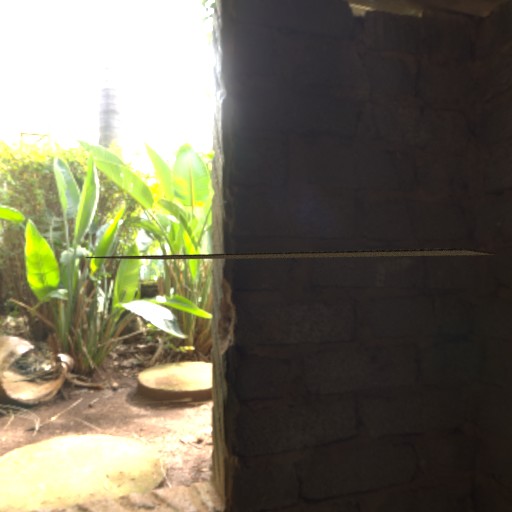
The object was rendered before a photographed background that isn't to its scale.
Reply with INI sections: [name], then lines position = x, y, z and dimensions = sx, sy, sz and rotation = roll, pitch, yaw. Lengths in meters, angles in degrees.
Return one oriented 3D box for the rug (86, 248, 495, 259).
[rug]
position = 0.000, 0.000, 2.476
dimensions = 2.286, 0.008, 0.686
rotation = -1, -2, 37
